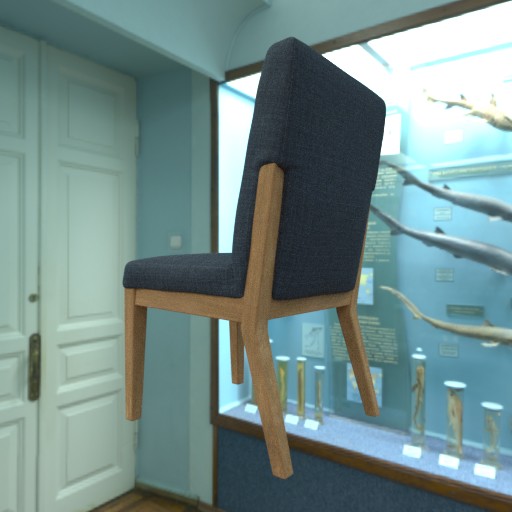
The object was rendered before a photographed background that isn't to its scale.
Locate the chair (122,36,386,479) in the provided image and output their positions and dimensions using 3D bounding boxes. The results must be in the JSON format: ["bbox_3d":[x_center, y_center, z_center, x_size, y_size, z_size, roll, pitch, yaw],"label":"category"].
[{"bbox_3d":[0.000,0.000,1.251,0.586,0.911,0.507,0,0,38],"label":"chair"}]
